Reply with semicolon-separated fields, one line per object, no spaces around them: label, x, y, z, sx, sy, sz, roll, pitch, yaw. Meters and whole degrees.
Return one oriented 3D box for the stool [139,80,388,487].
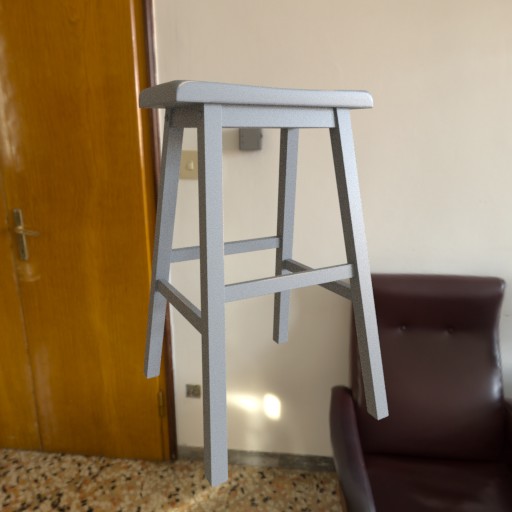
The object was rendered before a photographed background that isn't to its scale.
stool;0.000;0.000;1.049;0.457;0.737;0.476;-8;18;-28
